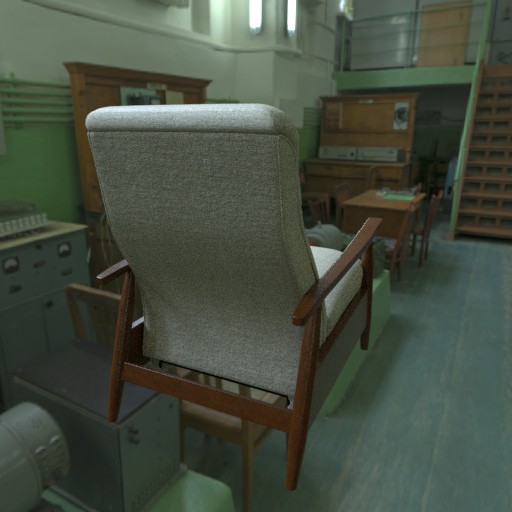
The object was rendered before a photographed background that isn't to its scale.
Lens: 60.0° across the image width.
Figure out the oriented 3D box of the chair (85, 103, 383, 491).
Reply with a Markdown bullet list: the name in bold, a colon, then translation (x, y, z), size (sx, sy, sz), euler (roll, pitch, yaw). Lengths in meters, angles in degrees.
- **chair**: translation (0.000, 0.000, 1.717), size (0.762, 1.082, 1.014), euler (8, 19, 25)
